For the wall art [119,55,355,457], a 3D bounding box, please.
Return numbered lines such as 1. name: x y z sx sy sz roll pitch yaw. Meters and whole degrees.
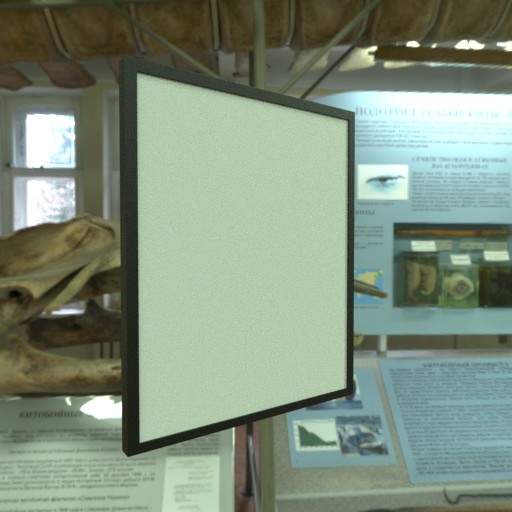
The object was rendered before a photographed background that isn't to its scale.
1. wall art: 0.000 0.000 0.538 0.325 0.397 0.018 -1 2 -35
